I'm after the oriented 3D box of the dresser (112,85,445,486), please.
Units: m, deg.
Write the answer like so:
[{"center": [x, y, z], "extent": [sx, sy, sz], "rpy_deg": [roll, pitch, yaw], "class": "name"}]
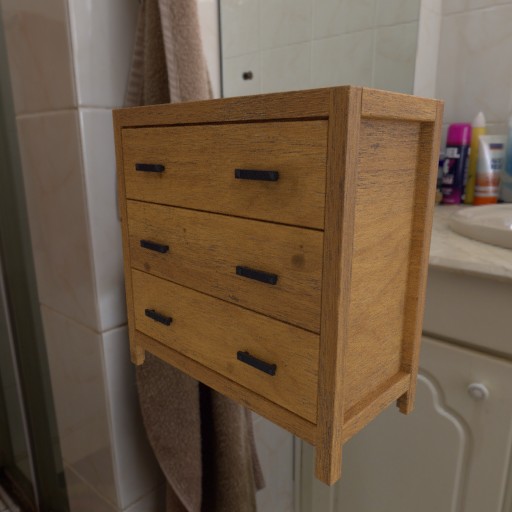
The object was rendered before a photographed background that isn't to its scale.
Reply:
[{"center": [0.000, 0.000, 1.244], "extent": [0.804, 0.804, 0.427], "rpy_deg": [13, 20, 42], "class": "dresser"}]
